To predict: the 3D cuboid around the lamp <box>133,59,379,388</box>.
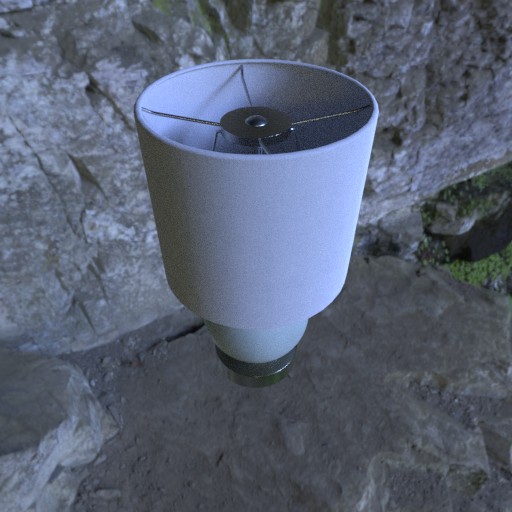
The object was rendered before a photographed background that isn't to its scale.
[{"bbox_3d":[0.000,0.000,0.487,0.201,0.353,0.201,-23,47,-24],"label":"lamp"}]
